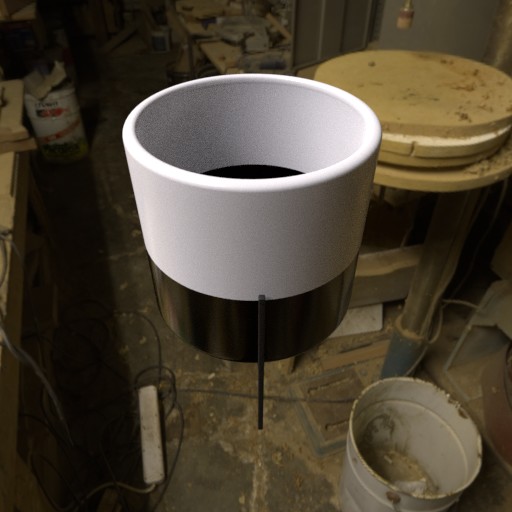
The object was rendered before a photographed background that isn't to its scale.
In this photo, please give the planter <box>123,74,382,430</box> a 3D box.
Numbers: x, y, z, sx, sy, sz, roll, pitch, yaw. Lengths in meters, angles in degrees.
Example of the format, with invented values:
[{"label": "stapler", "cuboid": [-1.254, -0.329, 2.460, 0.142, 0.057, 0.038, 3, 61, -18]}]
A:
[{"label": "planter", "cuboid": [0.000, 0.000, 0.661, 0.310, 0.432, 0.310, -13, 43, -14]}]
